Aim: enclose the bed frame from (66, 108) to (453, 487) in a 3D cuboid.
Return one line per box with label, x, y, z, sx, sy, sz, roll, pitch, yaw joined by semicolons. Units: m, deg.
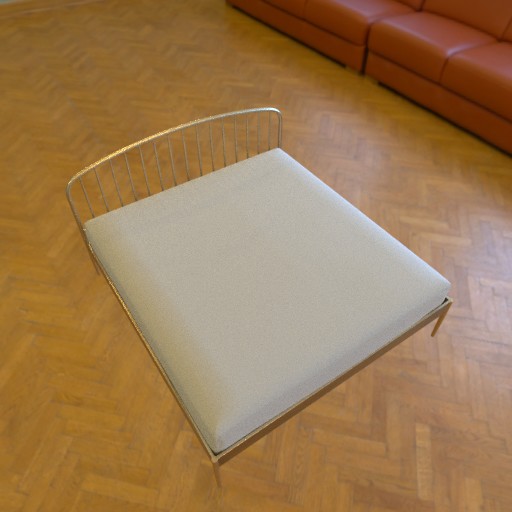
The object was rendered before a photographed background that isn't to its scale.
bed frame;0.000;0.000;3.347;2.016;1.174;2.152;-26;52;-23
